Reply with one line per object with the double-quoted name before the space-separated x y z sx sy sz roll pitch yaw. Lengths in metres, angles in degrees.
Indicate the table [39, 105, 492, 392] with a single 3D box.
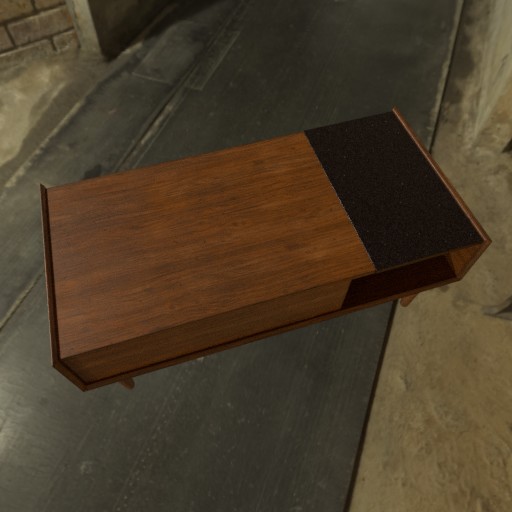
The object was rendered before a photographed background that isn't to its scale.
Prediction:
"table" 0.000 0.000 1.535 1.221 0.508 0.610 -15 59 -9
